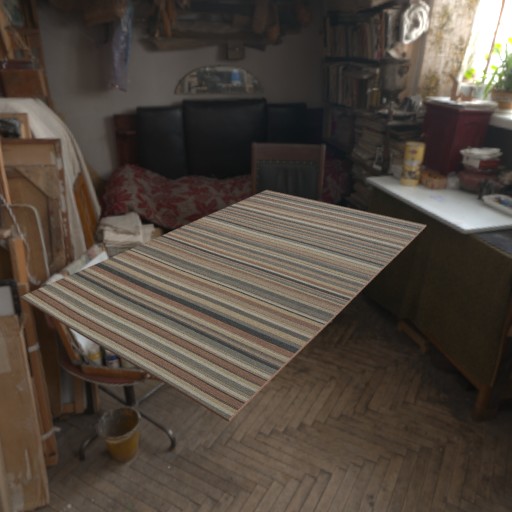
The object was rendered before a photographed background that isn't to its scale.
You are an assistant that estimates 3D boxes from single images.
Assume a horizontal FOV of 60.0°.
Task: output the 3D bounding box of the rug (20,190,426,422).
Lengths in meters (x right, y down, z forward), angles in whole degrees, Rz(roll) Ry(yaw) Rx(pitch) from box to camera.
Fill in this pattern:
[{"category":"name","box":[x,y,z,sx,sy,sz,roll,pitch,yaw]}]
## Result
[{"category":"rug","box":[0.000,0.000,2.977,1.523,0.014,2.438,18,31,32]}]
